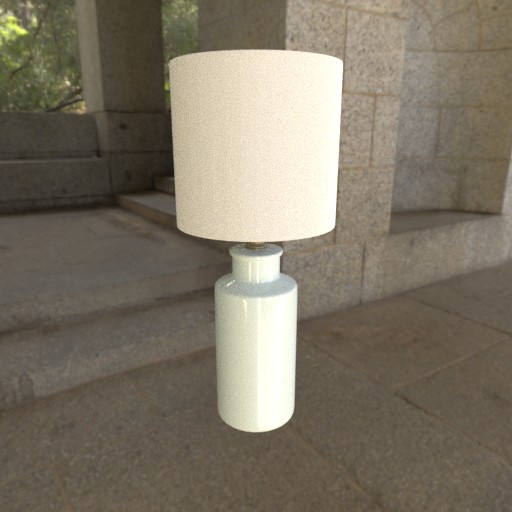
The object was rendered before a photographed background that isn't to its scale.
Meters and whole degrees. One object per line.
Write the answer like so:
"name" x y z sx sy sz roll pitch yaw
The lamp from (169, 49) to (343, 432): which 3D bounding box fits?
"lamp" 0.000 0.000 0.616 0.212 0.493 0.212 8 18 26
